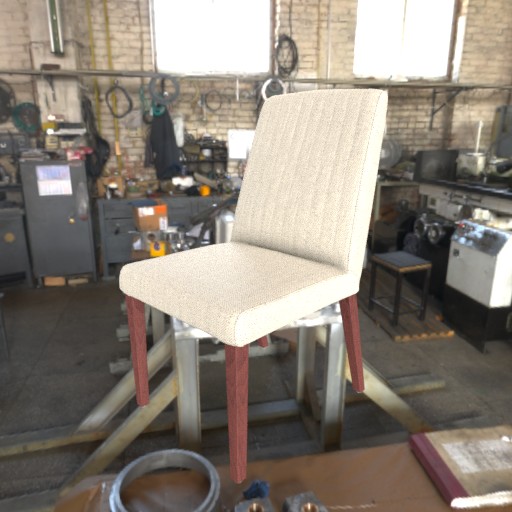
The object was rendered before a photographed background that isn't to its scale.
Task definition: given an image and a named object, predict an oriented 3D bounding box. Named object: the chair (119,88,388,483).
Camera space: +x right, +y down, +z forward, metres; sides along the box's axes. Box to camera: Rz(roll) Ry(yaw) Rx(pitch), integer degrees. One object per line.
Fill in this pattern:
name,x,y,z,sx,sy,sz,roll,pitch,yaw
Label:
chair,0.000,0.000,1.234,0.480,0.900,0.594,15,22,43
